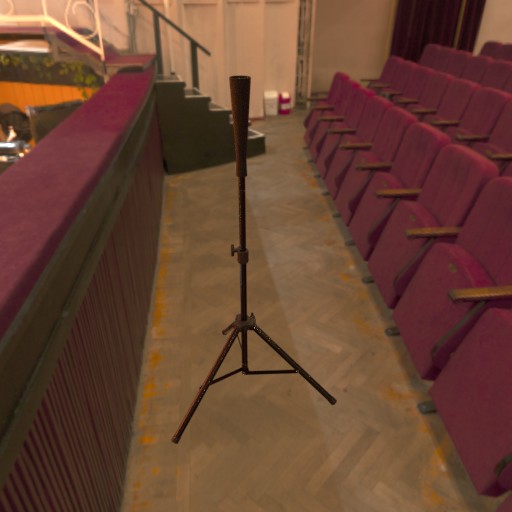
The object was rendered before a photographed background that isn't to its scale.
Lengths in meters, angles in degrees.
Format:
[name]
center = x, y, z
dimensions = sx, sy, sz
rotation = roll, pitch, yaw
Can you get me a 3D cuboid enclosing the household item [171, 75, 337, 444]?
[household item]
center = 0.000, 0.000, 1.397
dimensions = 0.559, 1.067, 0.559
rotation = -1, 30, -2
